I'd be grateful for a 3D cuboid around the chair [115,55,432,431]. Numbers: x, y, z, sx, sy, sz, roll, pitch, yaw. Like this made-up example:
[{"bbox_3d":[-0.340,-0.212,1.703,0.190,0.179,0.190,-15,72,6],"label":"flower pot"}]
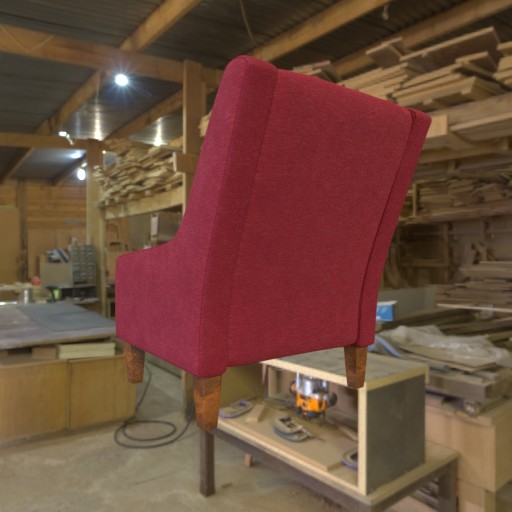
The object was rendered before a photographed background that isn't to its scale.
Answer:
[{"bbox_3d":[0.000,0.000,1.678,0.793,1.017,0.985,0,1,-37],"label":"chair"}]
